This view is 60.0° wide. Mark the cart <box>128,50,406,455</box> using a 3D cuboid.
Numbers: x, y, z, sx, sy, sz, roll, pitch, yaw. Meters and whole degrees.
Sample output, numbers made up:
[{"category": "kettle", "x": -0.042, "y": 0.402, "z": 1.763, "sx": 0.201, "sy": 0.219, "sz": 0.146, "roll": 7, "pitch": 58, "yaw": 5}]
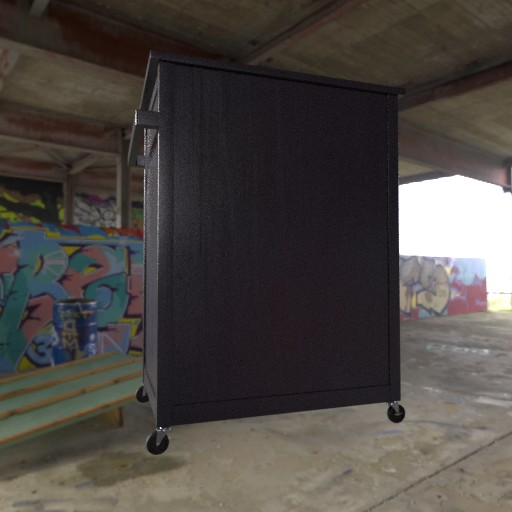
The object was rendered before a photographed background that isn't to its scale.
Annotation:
[{"category": "cart", "x": 0.000, "y": 0.000, "z": 1.262, "sx": 0.690, "sy": 0.878, "sz": 0.449, "roll": 1, "pitch": -2, "yaw": -18}]
